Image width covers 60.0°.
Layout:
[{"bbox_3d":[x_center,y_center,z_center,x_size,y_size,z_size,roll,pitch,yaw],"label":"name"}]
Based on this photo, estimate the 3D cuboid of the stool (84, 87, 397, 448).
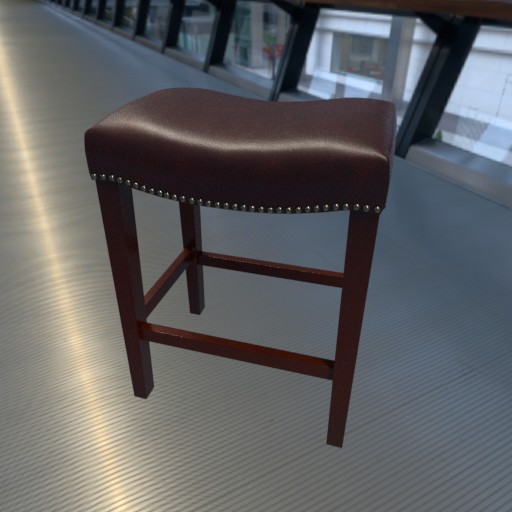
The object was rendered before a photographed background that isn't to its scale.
[{"bbox_3d":[0.000,0.000,0.973,0.504,0.657,0.372,9,32,14],"label":"stool"}]
